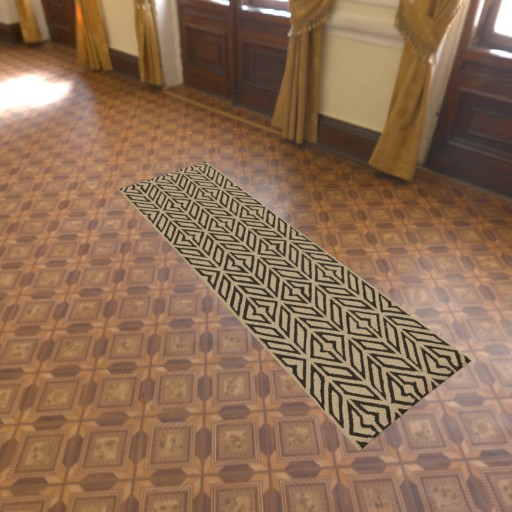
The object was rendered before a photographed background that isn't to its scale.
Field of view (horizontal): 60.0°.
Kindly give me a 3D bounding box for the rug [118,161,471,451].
[{"bbox_3d":[0.000,0.000,2.675,0.750,0.009,2.435,-25,46,-27],"label":"rug"}]
